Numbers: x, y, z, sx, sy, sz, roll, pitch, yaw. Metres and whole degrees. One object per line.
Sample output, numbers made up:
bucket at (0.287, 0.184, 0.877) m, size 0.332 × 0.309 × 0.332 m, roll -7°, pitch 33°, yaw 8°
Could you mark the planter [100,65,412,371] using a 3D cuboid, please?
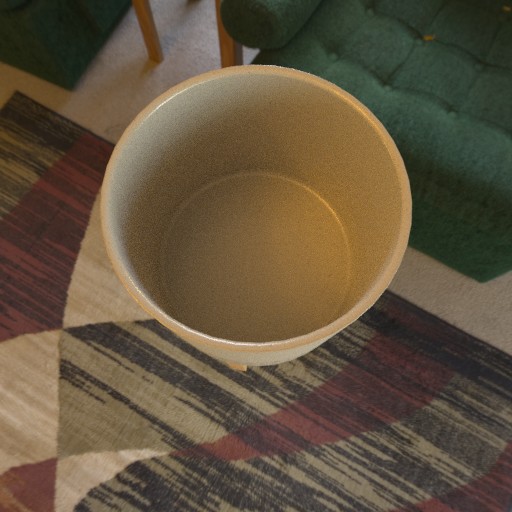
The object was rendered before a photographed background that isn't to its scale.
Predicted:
planter at (0.000, 0.000, 0.517) m, size 0.249 × 0.343 × 0.249 m, roll 0°, pitch 73°, yaw 0°
